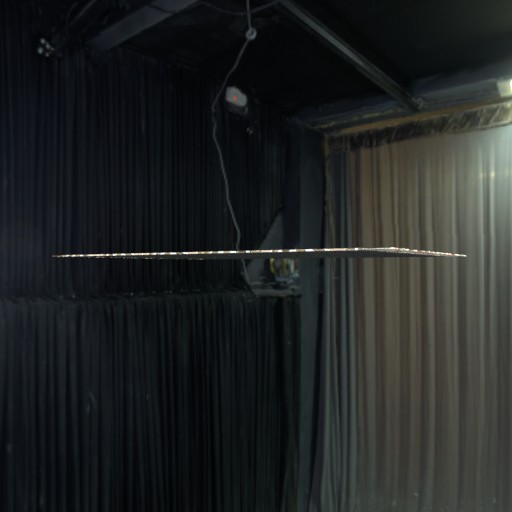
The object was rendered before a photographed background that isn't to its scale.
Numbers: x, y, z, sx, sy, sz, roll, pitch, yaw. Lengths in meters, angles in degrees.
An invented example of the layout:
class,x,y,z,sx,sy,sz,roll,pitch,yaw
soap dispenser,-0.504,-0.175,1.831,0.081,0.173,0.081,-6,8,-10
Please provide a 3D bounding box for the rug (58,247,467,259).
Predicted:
class,x,y,z,sx,sy,sz,roll,pitch,yaw
rug,0.000,0.000,2.301,1.829,0.008,1.219,-1,-2,35
